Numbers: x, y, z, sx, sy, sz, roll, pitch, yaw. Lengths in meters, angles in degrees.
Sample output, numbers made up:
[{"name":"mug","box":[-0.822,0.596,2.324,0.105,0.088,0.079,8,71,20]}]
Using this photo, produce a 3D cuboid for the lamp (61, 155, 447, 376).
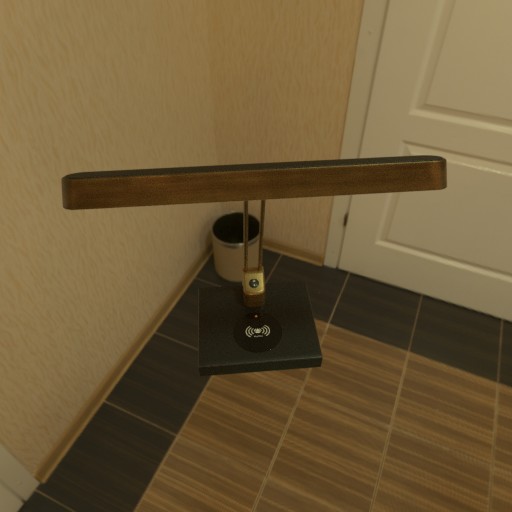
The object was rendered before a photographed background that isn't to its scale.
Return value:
[{"name":"lamp","box":[0.000,0.000,0.607,0.412,0.345,0.156,-4,45,-4]}]
